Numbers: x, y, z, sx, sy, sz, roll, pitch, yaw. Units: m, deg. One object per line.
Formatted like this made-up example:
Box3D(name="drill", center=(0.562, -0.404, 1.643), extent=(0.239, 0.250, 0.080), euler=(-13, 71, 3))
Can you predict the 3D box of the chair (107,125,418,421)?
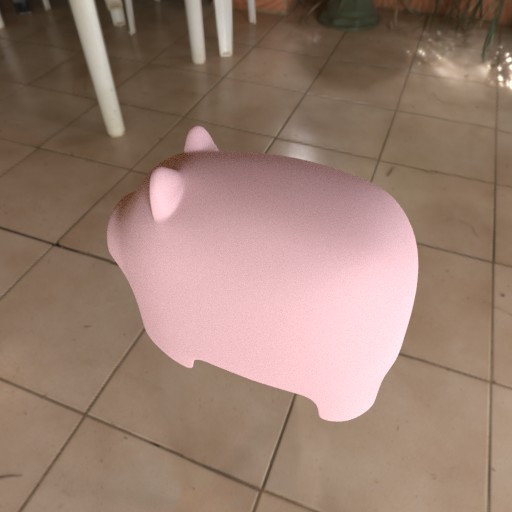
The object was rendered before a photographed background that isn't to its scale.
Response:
Box3D(name="chair", center=(0.000, 0.000, 0.861), extent=(0.619, 0.423, 0.364), euler=(15, 48, 14))
